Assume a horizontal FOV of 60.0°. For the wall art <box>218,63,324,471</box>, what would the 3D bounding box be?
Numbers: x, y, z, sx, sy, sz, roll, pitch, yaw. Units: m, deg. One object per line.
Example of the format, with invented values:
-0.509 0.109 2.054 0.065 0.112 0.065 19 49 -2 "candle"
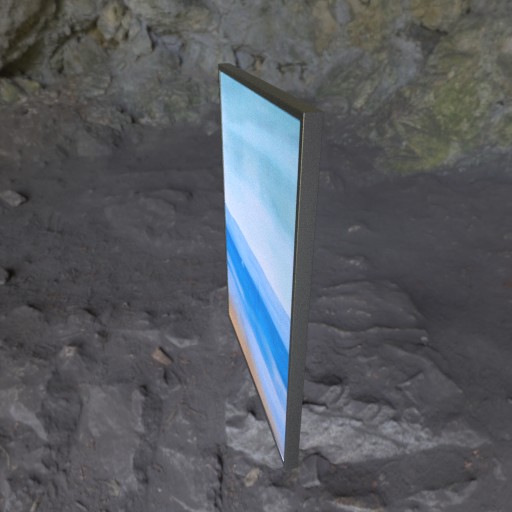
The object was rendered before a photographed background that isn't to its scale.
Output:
0.000 0.000 1.430 0.041 1.062 0.803 -8 31 -14 "wall art"
